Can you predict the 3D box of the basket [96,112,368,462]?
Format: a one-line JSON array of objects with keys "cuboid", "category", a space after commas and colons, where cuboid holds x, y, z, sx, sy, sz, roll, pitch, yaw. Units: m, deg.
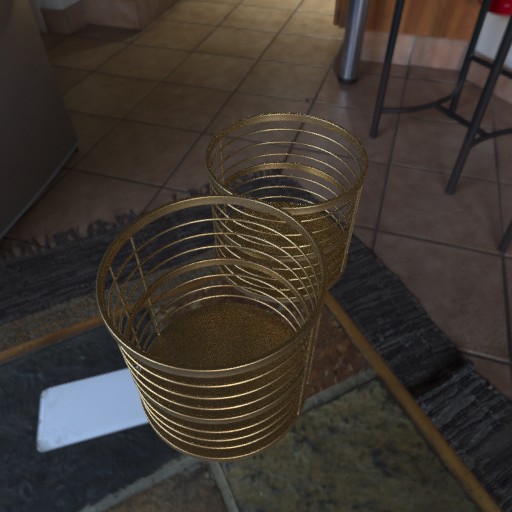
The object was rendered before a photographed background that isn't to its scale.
[{"cuboid": [0.000, 0.000, 0.941, 0.356, 0.351, 0.746, 15, 49, 13], "category": "basket"}]
